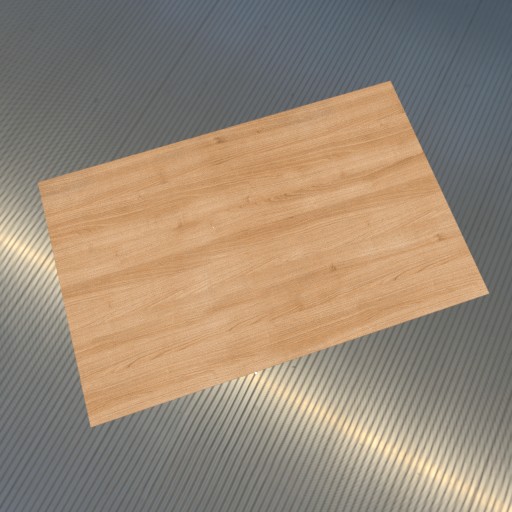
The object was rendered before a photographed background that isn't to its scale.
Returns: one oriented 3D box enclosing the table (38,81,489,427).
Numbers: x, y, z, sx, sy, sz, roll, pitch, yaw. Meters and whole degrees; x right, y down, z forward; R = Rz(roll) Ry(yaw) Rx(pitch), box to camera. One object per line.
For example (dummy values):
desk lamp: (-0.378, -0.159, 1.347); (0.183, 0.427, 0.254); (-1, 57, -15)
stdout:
table: (0.000, 0.000, 1.452); (1.100, 0.440, 0.700); (-17, 76, -5)
